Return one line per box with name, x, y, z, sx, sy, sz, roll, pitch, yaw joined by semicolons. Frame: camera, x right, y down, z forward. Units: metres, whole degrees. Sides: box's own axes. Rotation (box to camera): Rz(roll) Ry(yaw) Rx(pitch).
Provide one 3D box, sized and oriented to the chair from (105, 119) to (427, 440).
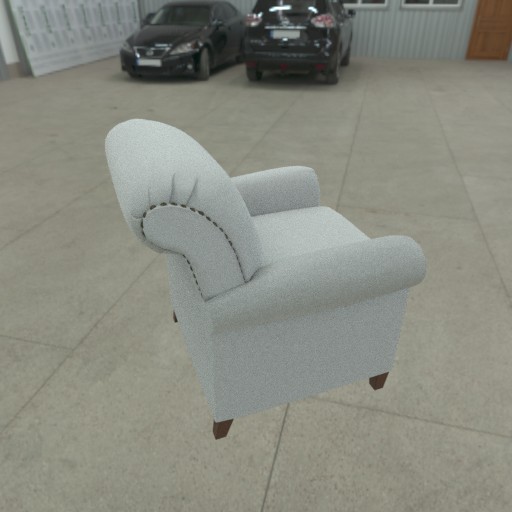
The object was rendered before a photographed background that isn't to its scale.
chair;0.000;0.000;1.593;0.890;0.927;0.854;-11;32;-18
